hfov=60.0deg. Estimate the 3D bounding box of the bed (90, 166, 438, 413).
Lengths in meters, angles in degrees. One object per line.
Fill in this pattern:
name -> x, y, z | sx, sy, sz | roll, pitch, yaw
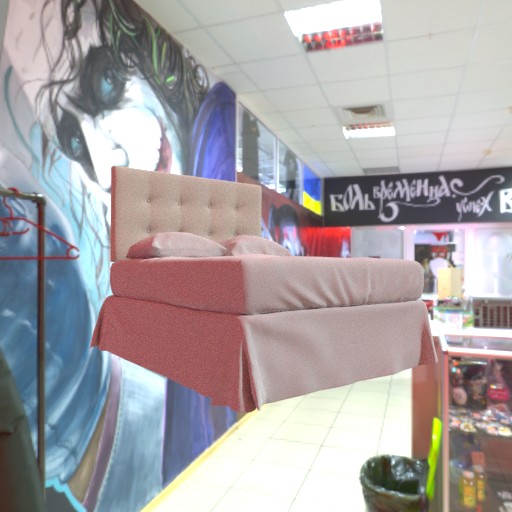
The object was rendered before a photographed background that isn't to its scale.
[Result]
bed -> 0.000, 0.000, 3.528 | 1.936, 1.577, 2.222 | 1, -1, -38
